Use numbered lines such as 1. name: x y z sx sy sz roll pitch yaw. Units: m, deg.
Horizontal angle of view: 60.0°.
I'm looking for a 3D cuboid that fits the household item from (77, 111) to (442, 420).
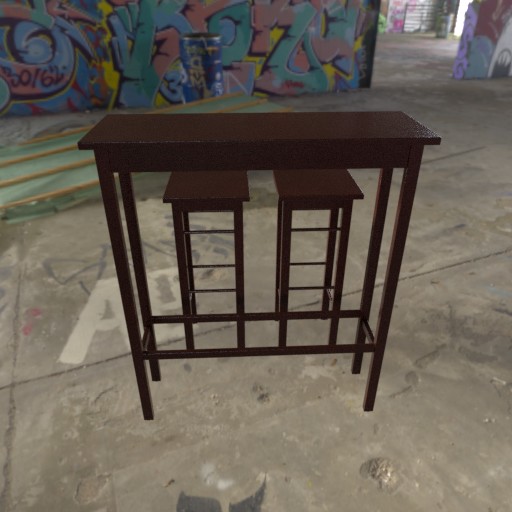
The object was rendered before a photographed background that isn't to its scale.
1. household item: 0.000 0.000 1.669 0.914 1.067 0.676 -1 30 -2
